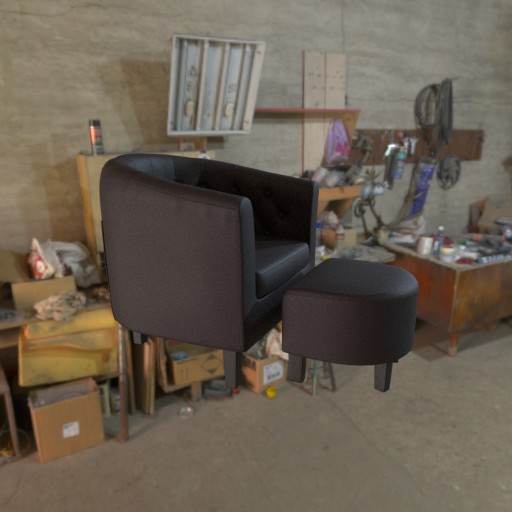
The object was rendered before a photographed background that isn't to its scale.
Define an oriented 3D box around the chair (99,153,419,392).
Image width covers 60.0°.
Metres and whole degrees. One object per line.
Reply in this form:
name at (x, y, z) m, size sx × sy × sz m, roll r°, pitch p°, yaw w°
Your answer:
chair at (0.000, 0.000, 1.702) m, size 1.191 × 0.760 × 0.763 m, roll 7°, pitch 16°, yaw 25°
